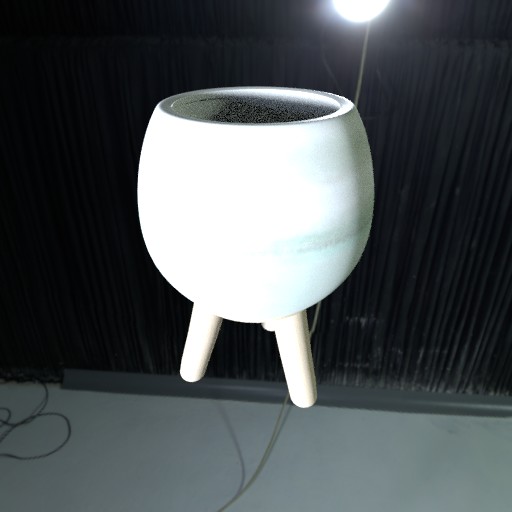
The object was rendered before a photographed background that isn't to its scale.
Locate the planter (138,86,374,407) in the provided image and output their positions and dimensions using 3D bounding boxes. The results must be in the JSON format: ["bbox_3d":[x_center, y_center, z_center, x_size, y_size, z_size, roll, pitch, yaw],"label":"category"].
[{"bbox_3d":[0.000,0.000,0.336,0.161,0.224,0.161,0,30,0],"label":"planter"}]
